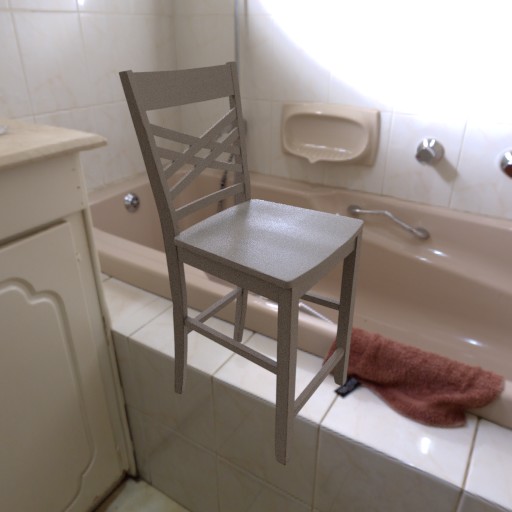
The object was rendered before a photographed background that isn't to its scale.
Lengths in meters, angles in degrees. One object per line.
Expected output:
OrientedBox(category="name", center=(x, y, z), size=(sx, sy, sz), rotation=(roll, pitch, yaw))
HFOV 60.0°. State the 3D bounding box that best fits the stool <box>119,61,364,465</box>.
OrientedBox(category="stool", center=(0.000, 0.000, 1.382), size=(0.539, 1.079, 0.462), rotation=(17, 32, 30))
